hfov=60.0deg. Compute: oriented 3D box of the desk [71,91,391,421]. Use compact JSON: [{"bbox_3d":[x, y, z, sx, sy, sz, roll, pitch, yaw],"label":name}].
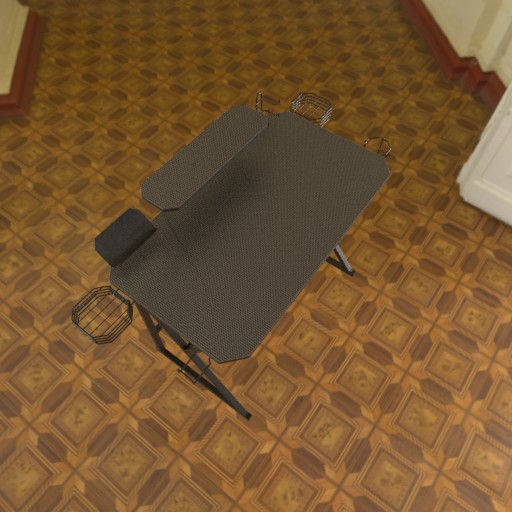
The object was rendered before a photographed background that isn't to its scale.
[{"bbox_3d":[0.000,0.000,1.740,0.580,0.880,1.290,32,63,19],"label":"desk"}]
